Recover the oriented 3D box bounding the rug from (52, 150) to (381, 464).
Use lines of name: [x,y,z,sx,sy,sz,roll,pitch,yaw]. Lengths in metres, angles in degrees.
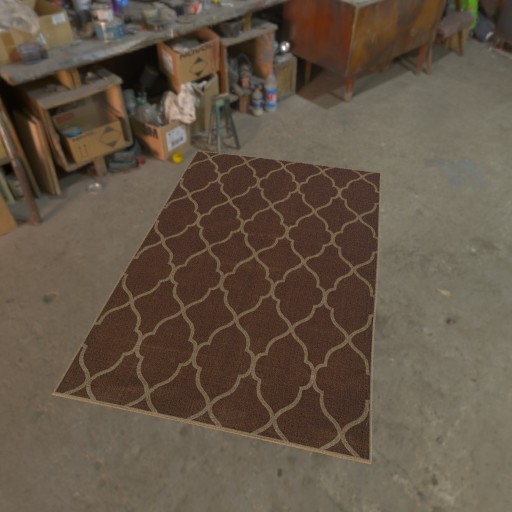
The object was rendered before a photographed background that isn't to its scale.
rug: [0.000,0.000,2.821,1.528,0.014,2.294,9,45,9]
